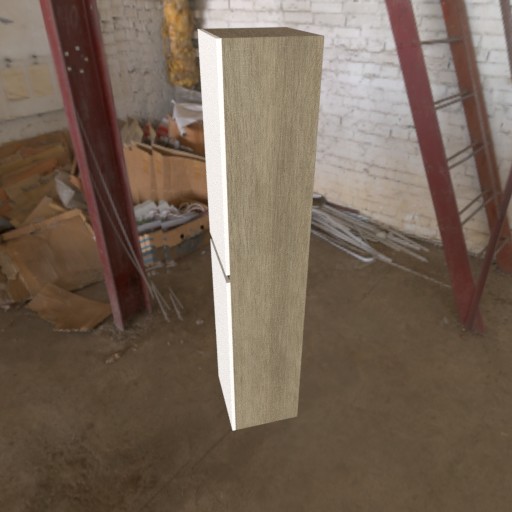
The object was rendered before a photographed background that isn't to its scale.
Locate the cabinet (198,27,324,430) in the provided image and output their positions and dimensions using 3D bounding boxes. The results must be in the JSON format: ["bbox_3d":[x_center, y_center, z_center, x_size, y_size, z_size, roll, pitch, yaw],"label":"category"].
[{"bbox_3d":[0.000,0.000,1.548,0.270,1.400,0.300,-8,32,-13],"label":"cabinet"}]
